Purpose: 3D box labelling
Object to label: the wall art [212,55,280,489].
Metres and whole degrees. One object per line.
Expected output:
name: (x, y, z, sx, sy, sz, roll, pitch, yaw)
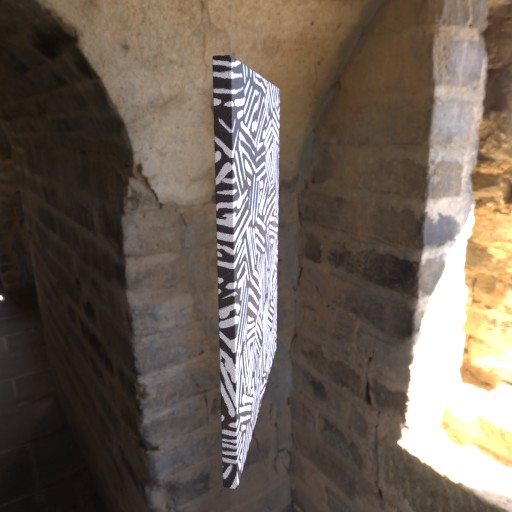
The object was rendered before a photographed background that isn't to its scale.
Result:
wall art: (0.000, 0.000, 1.350, 0.038, 1.017, 0.765, 3, 16, 10)
